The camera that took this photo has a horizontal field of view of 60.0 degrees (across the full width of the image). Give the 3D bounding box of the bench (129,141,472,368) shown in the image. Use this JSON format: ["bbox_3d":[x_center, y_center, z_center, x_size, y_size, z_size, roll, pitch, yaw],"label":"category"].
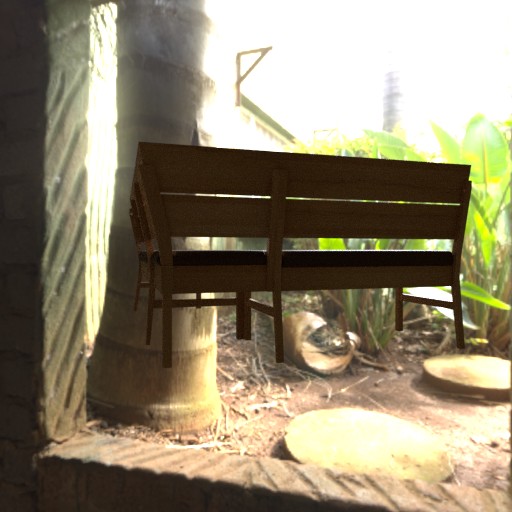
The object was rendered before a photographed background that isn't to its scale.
[{"bbox_3d":[0.000,0.000,2.824,1.549,0.890,1.975,0,1,-18],"label":"bench"}]
